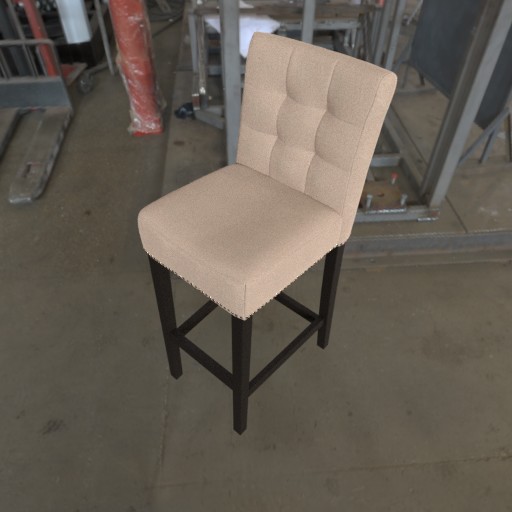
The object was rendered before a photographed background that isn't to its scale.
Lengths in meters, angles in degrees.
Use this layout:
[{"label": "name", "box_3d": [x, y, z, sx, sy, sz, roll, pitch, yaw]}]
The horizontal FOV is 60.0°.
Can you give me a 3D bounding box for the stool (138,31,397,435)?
[{"label": "stool", "box_3d": [0.000, 0.000, 1.305, 0.411, 1.047, 0.548, 31, 53, 27]}]
